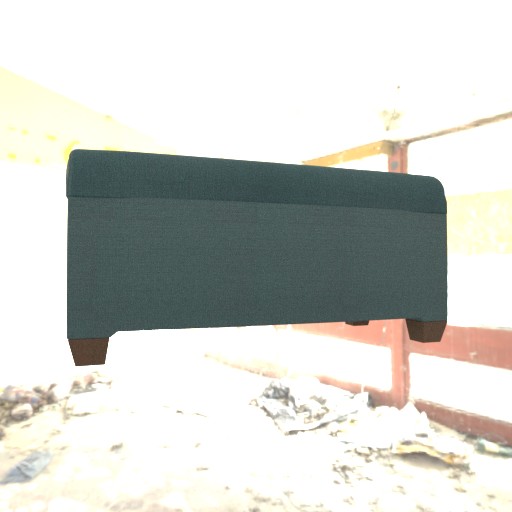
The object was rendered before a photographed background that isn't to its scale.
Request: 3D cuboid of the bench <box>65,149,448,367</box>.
[{"bbox_3d":[0.000,0.000,1.265,0.995,0.474,0.476,0,-1,-19],"label":"bench"}]
